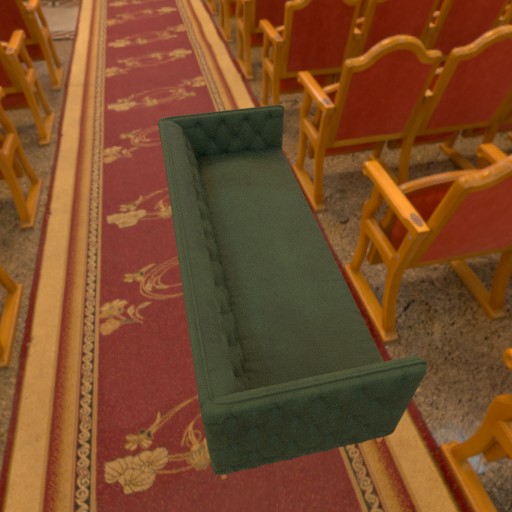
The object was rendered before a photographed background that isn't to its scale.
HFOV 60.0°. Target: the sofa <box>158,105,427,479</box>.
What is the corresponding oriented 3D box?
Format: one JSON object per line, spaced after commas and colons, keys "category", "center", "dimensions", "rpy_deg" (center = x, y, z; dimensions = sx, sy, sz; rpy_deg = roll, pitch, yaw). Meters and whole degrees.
{"category": "sofa", "center": [0.000, 0.000, 2.618], "dimensions": [0.895, 0.771, 2.209], "rpy_deg": [-9, 47, -9]}
